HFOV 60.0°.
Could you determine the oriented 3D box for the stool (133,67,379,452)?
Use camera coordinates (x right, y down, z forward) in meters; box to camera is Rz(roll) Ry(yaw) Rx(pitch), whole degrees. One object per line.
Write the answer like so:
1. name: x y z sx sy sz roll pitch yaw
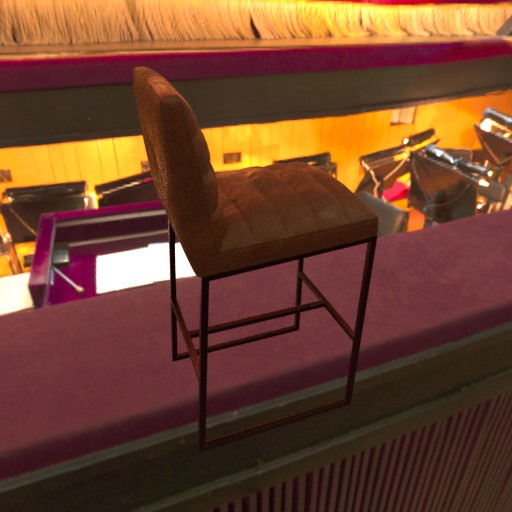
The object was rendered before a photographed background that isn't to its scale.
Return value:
1. stool: 0.000 0.000 1.358 0.562 1.065 0.463 -11 32 -17
